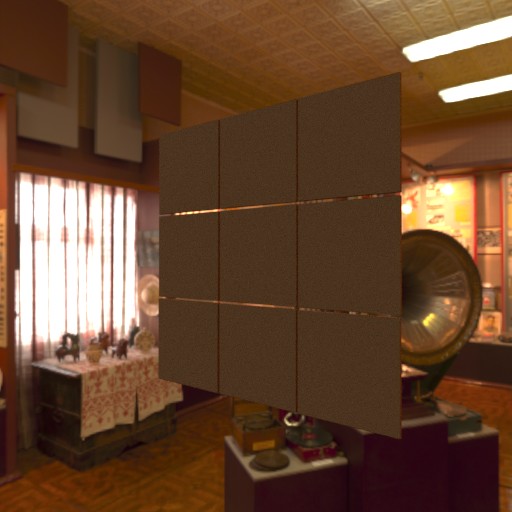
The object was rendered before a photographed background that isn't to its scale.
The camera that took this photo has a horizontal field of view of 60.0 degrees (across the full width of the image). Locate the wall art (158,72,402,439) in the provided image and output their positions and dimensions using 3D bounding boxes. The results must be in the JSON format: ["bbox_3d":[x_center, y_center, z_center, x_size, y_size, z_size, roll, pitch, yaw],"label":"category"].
[{"bbox_3d":[0.000,0.000,1.391,0.919,0.917,0.010,0,-1,38],"label":"wall art"}]
